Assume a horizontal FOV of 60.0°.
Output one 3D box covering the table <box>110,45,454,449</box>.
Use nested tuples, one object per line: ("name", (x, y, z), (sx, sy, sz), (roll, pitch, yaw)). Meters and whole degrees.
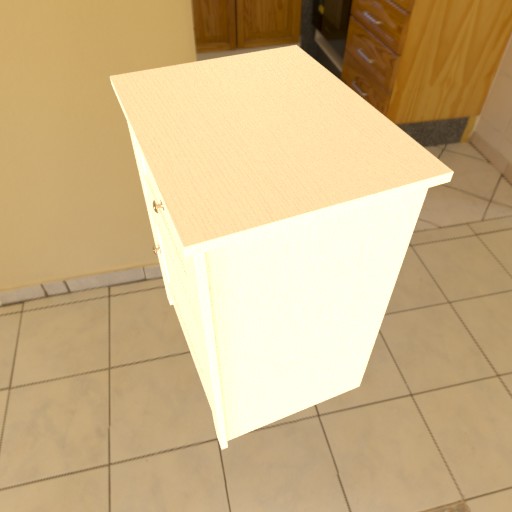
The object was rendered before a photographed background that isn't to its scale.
("table", (0.000, 0.000, 0.931), (0.381, 0.635, 0.480), (-17, 48, -16))
